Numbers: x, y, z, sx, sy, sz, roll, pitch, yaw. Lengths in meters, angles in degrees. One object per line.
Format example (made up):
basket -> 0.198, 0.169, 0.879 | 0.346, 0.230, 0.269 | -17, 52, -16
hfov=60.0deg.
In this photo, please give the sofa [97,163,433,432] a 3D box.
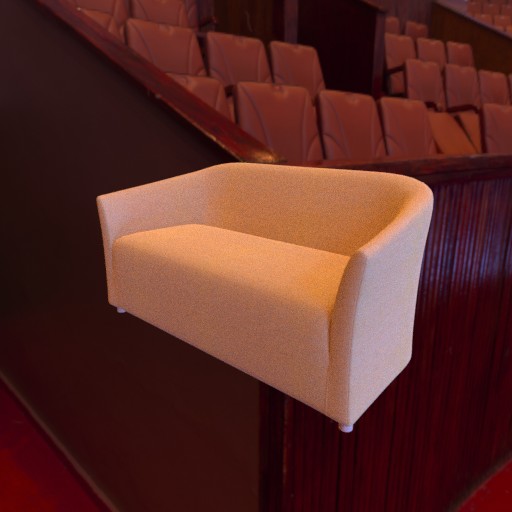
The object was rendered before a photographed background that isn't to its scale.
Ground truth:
sofa -> 0.000, 0.000, 1.914 | 1.452, 0.721, 0.705 | 15, 21, 42
